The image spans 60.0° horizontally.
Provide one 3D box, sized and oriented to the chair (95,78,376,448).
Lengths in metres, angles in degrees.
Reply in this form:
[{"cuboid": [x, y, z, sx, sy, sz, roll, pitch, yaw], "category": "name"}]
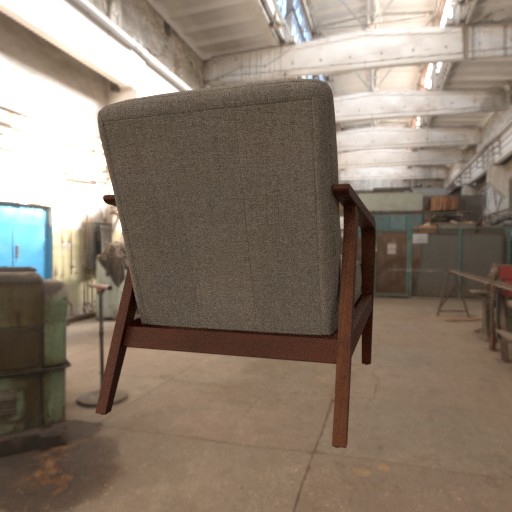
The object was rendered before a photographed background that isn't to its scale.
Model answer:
[{"cuboid": [0.000, 0.000, 1.432, 0.704, 0.847, 0.858, 0, 1, 18], "category": "chair"}]
